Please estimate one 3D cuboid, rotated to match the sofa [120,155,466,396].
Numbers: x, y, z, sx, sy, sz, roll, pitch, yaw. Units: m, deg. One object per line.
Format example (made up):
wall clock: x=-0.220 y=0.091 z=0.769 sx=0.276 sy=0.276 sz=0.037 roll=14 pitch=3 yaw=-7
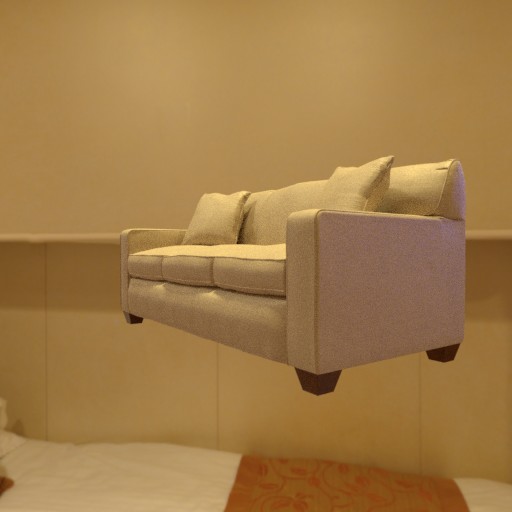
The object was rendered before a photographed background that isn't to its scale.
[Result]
sofa: x=0.000 y=0.000 z=2.580 sx=0.997 sy=0.958 sz=2.024 roll=-1 pitch=1 yaw=-36
